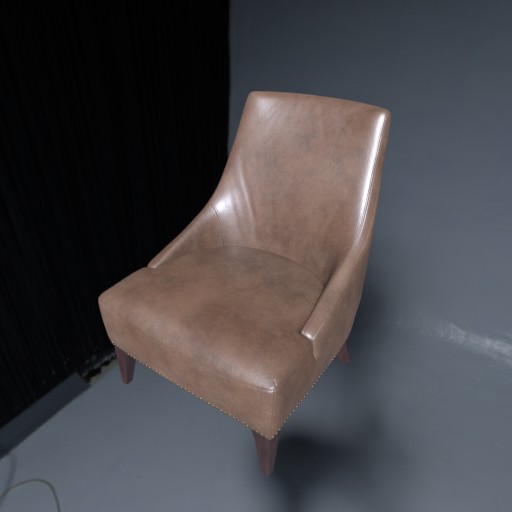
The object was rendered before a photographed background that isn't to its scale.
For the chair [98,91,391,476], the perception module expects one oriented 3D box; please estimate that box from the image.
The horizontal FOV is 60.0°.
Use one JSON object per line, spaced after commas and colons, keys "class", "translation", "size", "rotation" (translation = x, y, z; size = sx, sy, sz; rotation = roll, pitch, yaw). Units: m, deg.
{"class": "chair", "translation": [0.000, 0.000, 1.505], "size": [0.701, 0.909, 0.861], "rotation": [20, 36, 29]}
